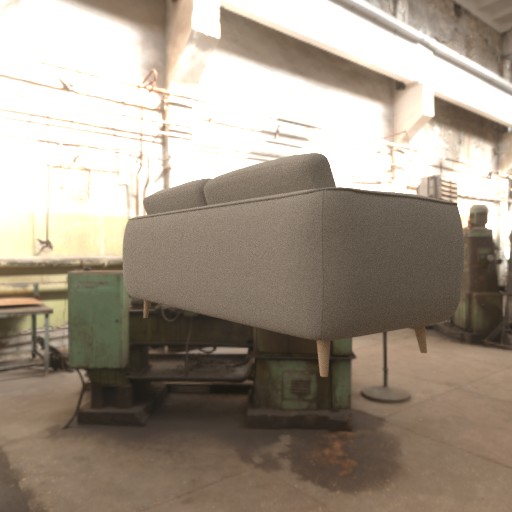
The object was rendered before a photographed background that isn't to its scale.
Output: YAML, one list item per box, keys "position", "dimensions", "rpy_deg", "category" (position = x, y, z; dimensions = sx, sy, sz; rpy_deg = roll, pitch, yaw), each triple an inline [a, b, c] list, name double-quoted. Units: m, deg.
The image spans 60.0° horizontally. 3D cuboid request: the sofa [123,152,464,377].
- position: [0.000, 0.000, 2.483]
  dimensions: [0.920, 0.850, 2.000]
  rpy_deg: [-1, 1, -36]
  category: "sofa"
